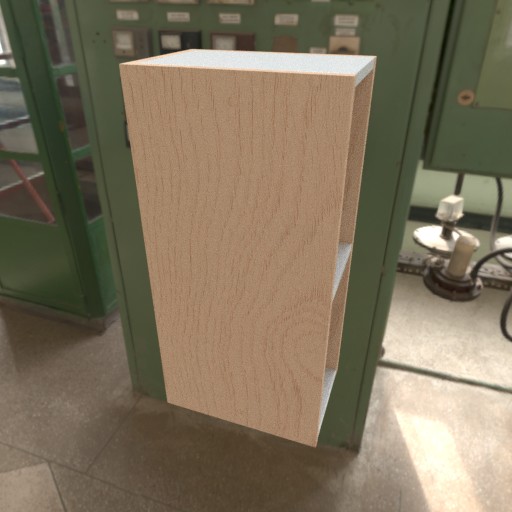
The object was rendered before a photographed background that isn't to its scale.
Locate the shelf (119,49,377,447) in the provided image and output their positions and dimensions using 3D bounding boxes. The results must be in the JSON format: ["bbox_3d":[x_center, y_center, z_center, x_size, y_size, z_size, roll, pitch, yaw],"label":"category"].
[{"bbox_3d":[0.000,0.000,0.737,0.290,0.600,0.200,10,32,17],"label":"shelf"}]
